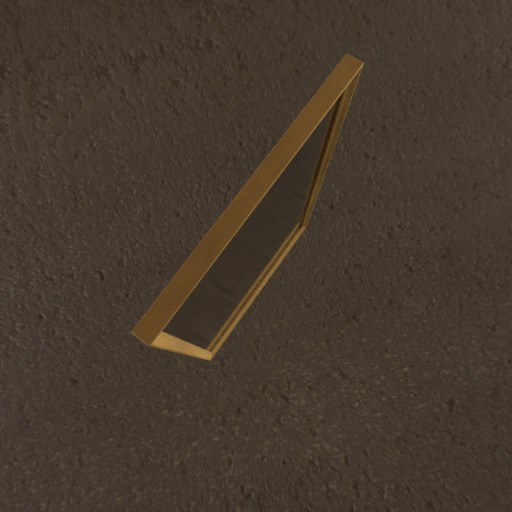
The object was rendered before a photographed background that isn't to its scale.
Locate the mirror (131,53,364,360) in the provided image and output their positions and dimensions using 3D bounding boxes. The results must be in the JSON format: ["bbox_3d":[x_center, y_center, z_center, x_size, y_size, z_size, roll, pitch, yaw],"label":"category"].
[{"bbox_3d":[0.000,0.000,1.174,0.041,0.915,0.609,35,78,8],"label":"mirror"}]
